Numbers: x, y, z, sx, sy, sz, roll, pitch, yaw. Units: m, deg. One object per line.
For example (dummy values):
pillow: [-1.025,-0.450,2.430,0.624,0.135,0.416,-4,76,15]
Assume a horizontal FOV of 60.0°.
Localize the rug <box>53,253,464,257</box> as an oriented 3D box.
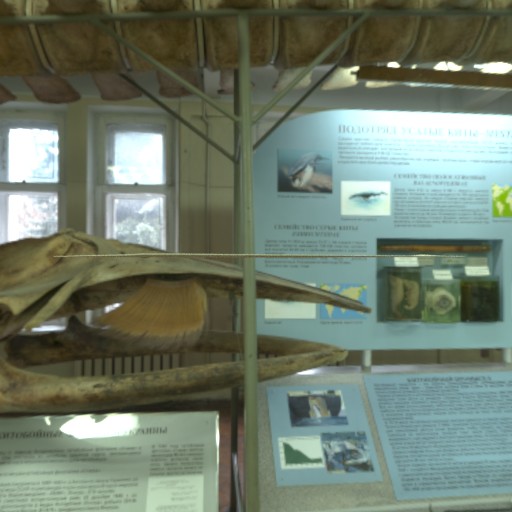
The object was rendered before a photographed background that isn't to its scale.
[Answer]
rug: [0.000,0.000,4.210,3.051,0.021,2.448,0,-1,-37]
